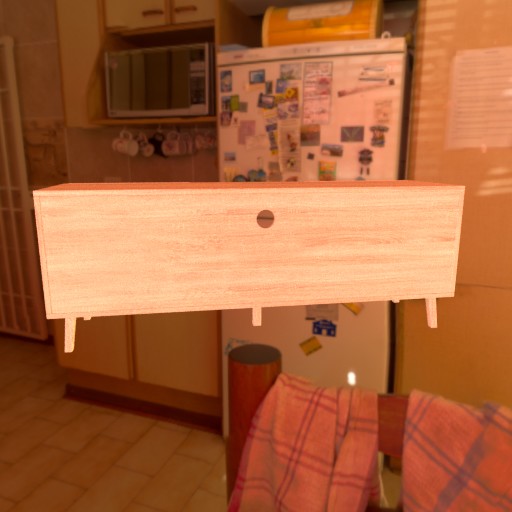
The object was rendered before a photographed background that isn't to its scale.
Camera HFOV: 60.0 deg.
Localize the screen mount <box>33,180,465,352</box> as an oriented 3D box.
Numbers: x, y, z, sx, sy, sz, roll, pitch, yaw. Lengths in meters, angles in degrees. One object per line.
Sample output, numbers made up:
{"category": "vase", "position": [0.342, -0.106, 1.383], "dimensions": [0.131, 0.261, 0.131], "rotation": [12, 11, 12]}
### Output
{"category": "screen mount", "position": [0.000, 0.000, 1.785], "dimensions": [1.500, 0.570, 0.420], "rotation": [-2, 13, -9]}
